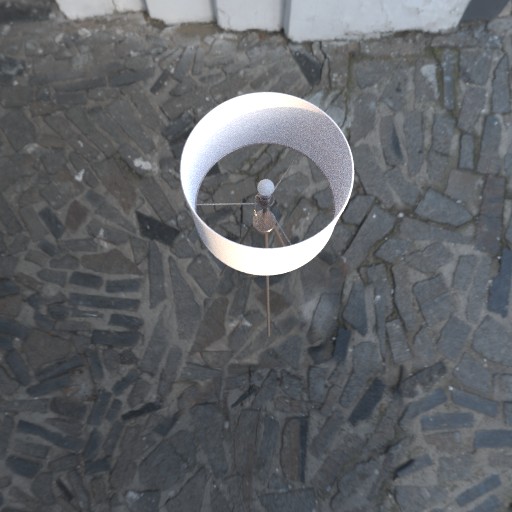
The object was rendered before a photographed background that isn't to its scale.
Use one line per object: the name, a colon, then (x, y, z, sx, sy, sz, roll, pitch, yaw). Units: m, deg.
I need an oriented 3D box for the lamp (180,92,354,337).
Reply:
lamp: (0.000, 0.000, 1.780, 0.458, 1.545, 0.448, 14, 75, 4)
